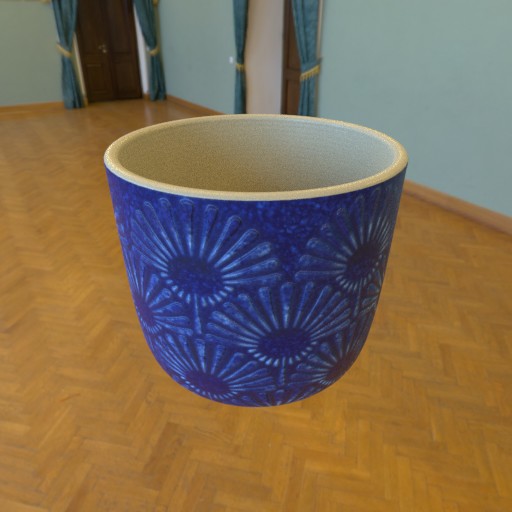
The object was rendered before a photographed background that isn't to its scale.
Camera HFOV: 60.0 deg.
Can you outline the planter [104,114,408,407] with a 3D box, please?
[{"bbox_3d":[0.000,0.000,0.214,0.124,0.109,0.124,0,29,0],"label":"planter"}]
